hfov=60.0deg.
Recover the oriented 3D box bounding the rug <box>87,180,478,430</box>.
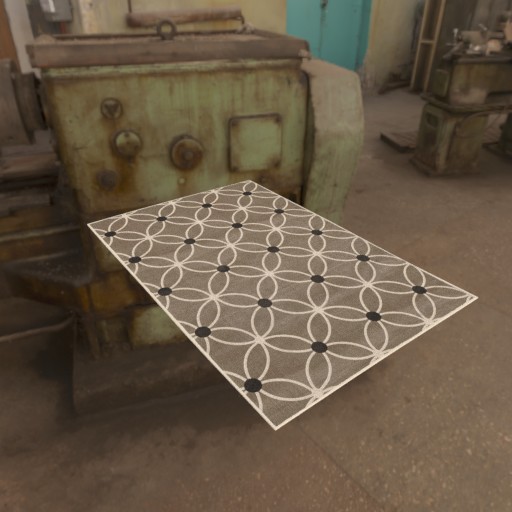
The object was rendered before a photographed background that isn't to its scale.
[{"bbox_3d":[0.000,0.000,2.967,1.522,0.008,2.284,-21,37,-31],"label":"rug"}]
